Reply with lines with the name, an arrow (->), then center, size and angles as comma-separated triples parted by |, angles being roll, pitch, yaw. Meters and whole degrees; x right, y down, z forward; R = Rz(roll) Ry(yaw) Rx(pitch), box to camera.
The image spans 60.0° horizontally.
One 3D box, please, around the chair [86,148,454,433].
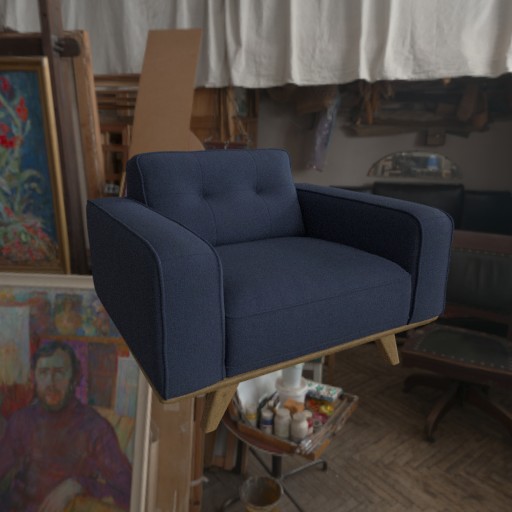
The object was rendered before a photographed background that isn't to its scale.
chair -> 0.000, 0.000, 1.733 | 1.118, 0.783, 0.953 | -9, 19, -29
